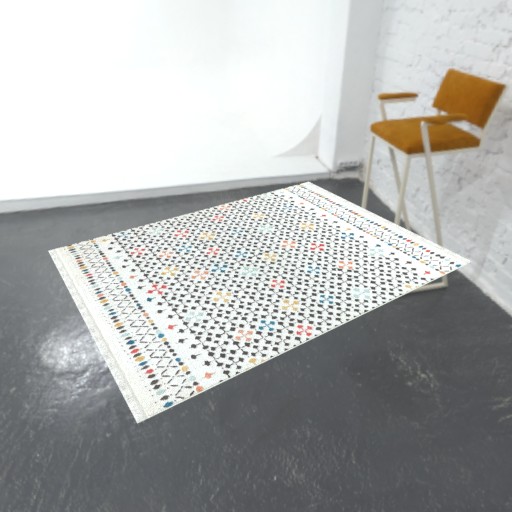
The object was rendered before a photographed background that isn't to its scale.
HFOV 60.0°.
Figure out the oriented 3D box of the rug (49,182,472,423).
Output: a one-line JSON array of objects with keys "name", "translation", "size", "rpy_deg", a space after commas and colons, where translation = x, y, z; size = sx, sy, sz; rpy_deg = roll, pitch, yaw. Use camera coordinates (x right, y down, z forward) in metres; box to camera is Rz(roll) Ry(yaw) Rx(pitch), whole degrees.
[{"name": "rug", "translation": [0.000, 0.000, 4.146], "size": [3.196, 0.007, 2.354], "rpy_deg": [-19, 36, -28]}]
